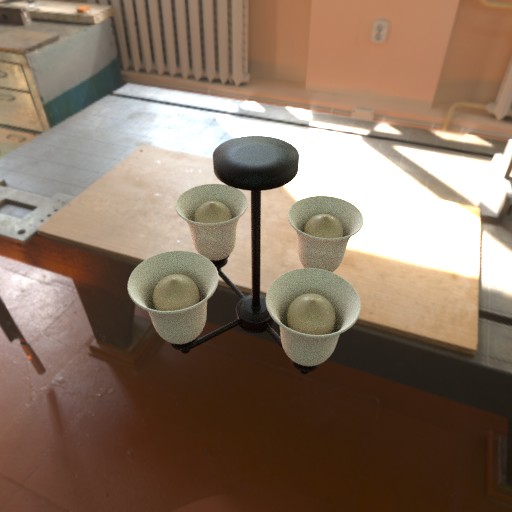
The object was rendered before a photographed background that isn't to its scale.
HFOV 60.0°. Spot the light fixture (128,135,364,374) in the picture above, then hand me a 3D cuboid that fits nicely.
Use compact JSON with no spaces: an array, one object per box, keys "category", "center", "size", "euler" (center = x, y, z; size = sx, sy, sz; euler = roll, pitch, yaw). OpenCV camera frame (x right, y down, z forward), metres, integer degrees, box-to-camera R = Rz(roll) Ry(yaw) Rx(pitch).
[{"category":"light fixture","center":[0.000,0.000,1.838],"size":[1.069,0.925,1.069],"euler":[-23,46,-25]}]
